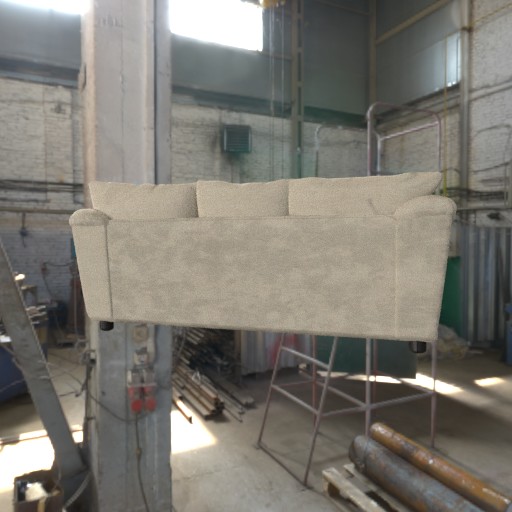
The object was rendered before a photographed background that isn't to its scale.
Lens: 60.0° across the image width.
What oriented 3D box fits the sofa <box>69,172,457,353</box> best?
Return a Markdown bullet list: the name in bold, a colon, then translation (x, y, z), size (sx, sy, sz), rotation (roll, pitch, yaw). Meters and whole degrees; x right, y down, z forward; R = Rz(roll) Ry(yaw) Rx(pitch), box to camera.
- **sofa**: translation (0.000, 0.000, 2.874), size (2.377, 0.981, 0.893), rotation (1, 2, 18)
